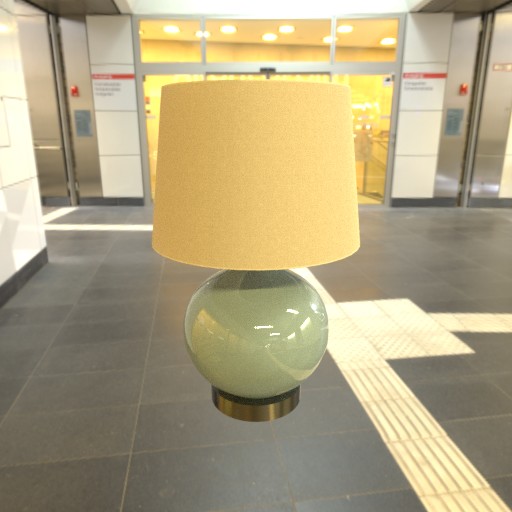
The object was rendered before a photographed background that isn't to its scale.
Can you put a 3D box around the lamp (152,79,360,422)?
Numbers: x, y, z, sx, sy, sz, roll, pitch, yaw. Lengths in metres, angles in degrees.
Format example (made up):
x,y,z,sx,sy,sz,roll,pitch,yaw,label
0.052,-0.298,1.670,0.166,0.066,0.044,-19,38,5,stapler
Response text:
x,y,z,sx,sy,sz,roll,pitch,yaw,label
0.000,0.000,0.544,0.247,0.387,0.247,0,16,0,lamp
